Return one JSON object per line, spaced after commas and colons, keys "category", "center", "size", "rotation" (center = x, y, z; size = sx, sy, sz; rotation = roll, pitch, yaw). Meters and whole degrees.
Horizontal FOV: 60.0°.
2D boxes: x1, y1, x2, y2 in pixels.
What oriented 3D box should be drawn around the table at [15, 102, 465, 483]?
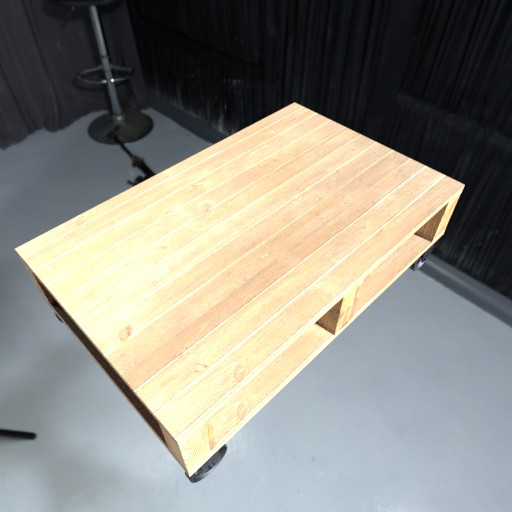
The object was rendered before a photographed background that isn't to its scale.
{"category": "table", "center": [0.000, 0.000, 1.643], "size": [1.299, 0.413, 0.827], "rotation": [-36, 57, -28]}
